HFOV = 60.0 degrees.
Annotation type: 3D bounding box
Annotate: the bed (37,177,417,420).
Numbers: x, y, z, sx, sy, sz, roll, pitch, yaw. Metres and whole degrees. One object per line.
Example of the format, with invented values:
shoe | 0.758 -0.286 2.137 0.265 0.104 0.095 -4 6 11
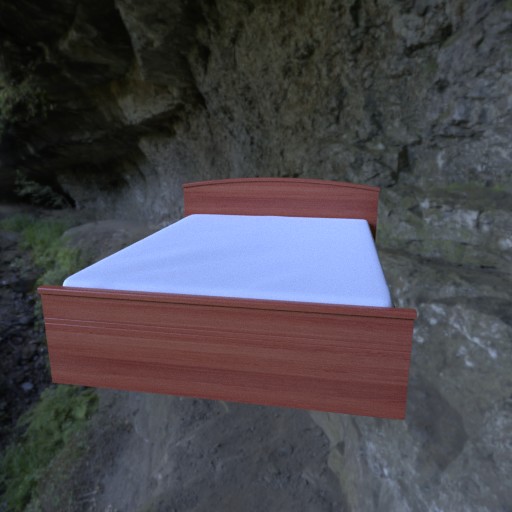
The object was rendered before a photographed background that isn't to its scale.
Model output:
bed | 0.000 0.000 2.902 1.683 0.848 2.053 3 15 10
